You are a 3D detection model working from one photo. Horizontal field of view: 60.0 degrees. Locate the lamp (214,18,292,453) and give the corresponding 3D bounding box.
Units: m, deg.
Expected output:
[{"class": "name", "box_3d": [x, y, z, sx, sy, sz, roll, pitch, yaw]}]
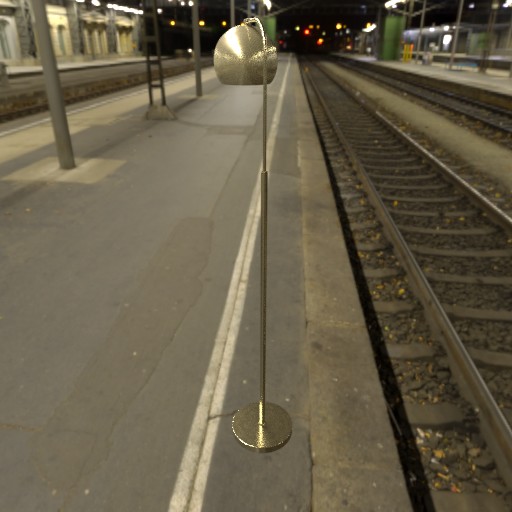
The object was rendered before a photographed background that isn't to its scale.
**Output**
[{"class": "lamp", "box_3d": [0.000, 0.000, 1.606, 0.250, 1.526, 0.431, -7, 26, -15]}]
